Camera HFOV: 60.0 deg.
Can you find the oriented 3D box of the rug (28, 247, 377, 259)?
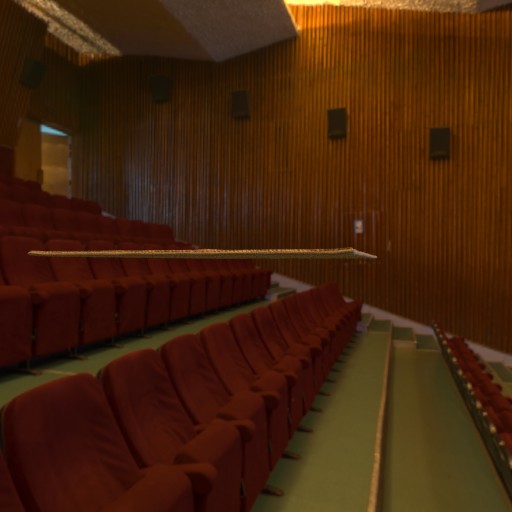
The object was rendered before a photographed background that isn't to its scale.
[{"bbox_3d":[0.000,0.000,3.041,1.521,0.034,2.438,0,-1,17],"label":"rug"}]
